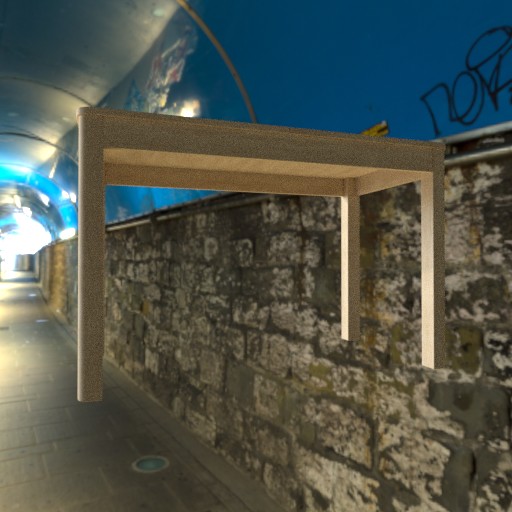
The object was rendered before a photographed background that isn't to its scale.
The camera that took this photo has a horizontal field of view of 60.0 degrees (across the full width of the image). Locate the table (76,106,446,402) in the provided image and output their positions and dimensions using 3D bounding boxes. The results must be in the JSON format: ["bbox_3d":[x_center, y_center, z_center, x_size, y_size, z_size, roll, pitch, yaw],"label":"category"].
[{"bbox_3d":[0.000,0.000,1.910,1.400,0.900,0.750,0,-1,-18],"label":"table"}]
